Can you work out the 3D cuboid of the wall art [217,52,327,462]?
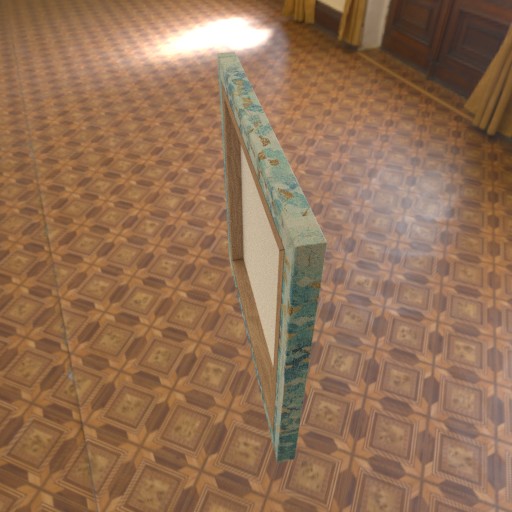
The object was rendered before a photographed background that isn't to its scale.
[{"bbox_3d":[0.000,0.000,0.924,0.040,0.609,0.609,-8,45,-8],"label":"wall art"}]
